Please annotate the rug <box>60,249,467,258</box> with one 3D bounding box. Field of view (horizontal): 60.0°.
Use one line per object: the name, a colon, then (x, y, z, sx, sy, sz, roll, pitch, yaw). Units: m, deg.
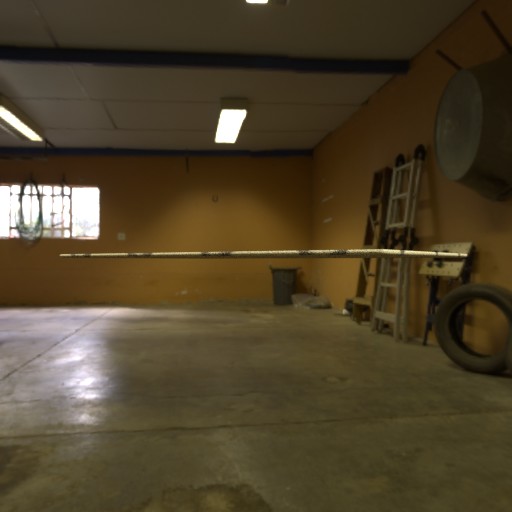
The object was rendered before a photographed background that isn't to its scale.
rug: (0.000, 0.000, 3.009, 2.348, 0.024, 1.501, 0, -1, 37)
